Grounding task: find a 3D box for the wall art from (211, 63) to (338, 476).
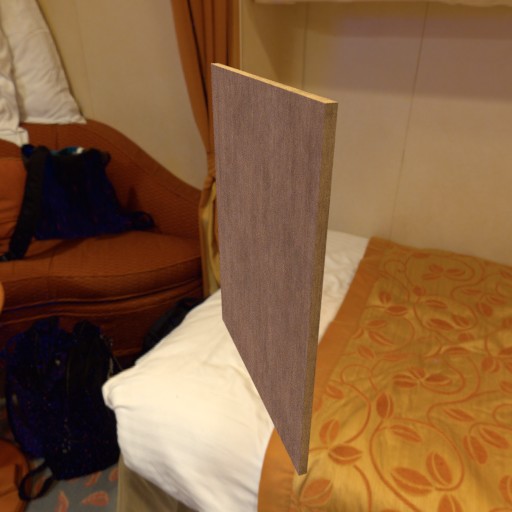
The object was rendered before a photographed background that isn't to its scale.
[{"bbox_3d":[0.000,0.000,0.911,0.018,0.686,0.534,-10,30,-17],"label":"wall art"}]
